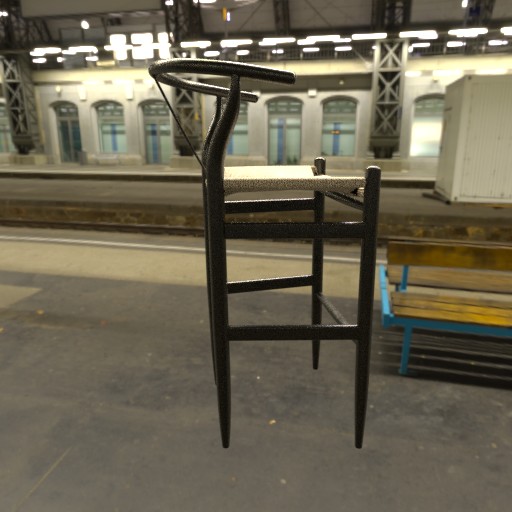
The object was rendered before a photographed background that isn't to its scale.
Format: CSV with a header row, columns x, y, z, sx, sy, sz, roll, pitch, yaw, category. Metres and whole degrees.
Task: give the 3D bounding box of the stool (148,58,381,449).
x,y,z,sx,sy,sz,roll,pitch,yaw,category
0.000,0.000,1.360,0.579,1.072,0.569,-2,15,-8,stool
